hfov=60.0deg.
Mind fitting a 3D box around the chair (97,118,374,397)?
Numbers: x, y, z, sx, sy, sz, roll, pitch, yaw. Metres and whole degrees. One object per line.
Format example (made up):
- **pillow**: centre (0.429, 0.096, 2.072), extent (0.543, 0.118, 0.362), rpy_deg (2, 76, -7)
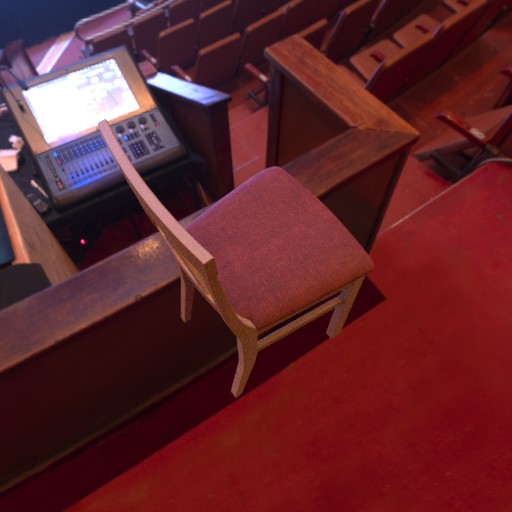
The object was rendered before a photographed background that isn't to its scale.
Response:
- **chair**: centre (0.000, 0.000, 1.196), extent (0.492, 0.912, 0.439), rpy_deg (-32, 64, -17)
